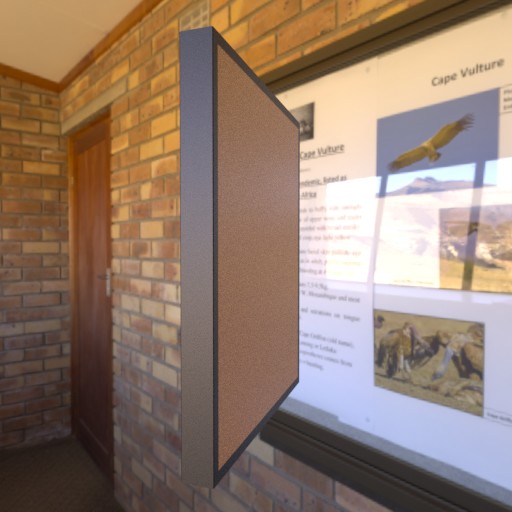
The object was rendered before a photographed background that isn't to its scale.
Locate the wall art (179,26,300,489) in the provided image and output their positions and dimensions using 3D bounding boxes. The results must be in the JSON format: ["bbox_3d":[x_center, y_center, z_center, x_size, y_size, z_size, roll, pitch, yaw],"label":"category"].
[{"bbox_3d":[0.000,0.000,0.497,0.030,0.369,0.294,0,1,19],"label":"wall art"}]
